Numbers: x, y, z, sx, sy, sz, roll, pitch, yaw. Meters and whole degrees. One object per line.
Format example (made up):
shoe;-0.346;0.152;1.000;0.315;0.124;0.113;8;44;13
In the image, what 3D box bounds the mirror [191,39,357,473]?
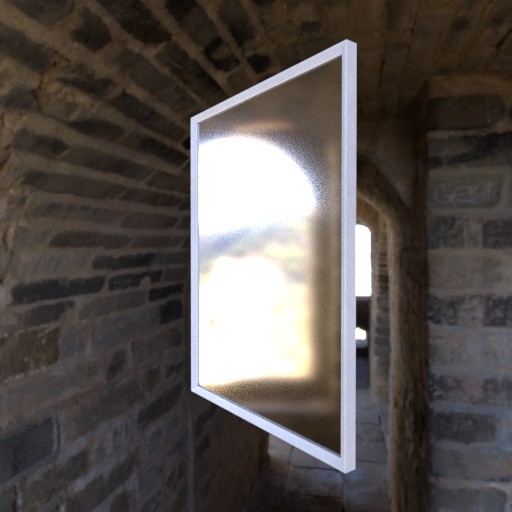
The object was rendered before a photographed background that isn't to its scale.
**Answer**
mirror;0.000;0.000;1.355;0.041;1.016;0.762;-1;1;-36
